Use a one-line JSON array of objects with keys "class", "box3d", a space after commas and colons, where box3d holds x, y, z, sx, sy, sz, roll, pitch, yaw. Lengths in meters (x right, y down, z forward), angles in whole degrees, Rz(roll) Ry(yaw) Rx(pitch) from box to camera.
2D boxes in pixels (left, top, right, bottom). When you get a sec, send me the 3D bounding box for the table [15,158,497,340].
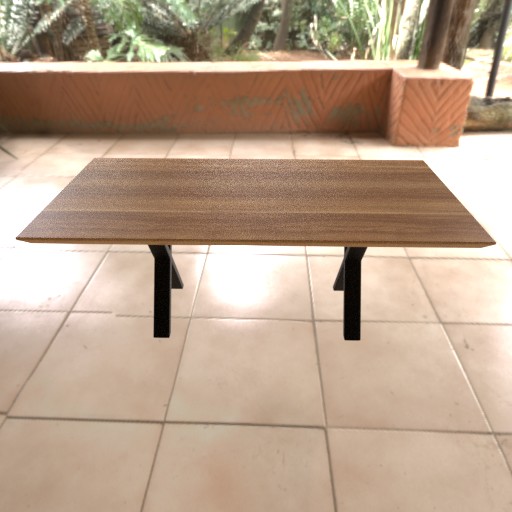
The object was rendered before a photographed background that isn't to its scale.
[{"class": "table", "box3d": [0.000, 0.000, 2.466, 2.000, 0.770, 1.000, 1, 32, 1]}]
